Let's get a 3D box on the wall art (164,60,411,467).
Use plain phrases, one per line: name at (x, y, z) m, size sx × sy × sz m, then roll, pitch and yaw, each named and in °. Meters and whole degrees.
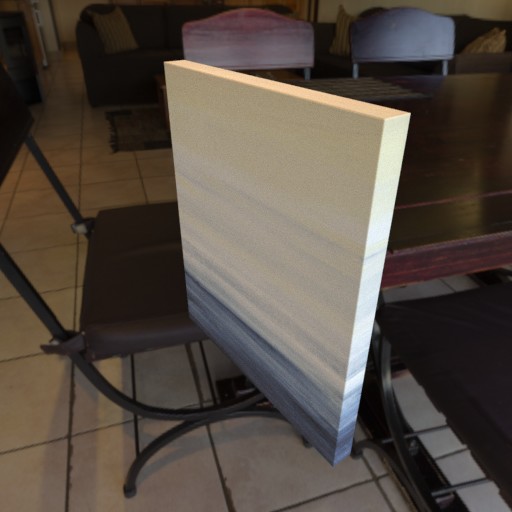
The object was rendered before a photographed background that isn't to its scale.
wall art at (0.000, 0.000, 0.686) m, size 0.037 × 0.511 × 0.435 m, roll -21°, pitch 37°, yaw -31°
